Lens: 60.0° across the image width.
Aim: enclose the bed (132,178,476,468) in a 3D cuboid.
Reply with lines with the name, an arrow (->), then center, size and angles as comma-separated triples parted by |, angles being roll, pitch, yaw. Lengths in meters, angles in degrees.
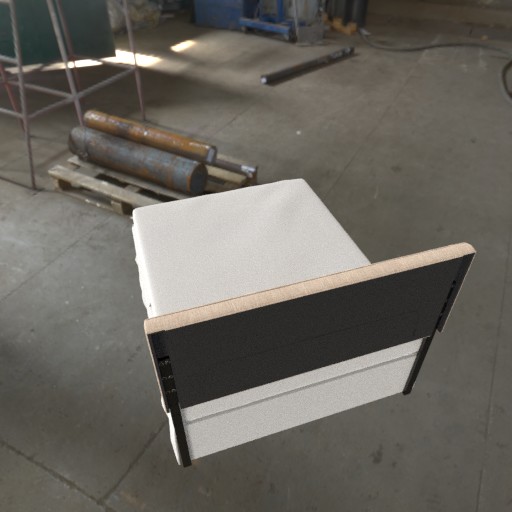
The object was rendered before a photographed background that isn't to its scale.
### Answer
bed -> 0.000, 0.000, 3.053 | 1.643, 1.270, 1.978 | -12, 43, -14
